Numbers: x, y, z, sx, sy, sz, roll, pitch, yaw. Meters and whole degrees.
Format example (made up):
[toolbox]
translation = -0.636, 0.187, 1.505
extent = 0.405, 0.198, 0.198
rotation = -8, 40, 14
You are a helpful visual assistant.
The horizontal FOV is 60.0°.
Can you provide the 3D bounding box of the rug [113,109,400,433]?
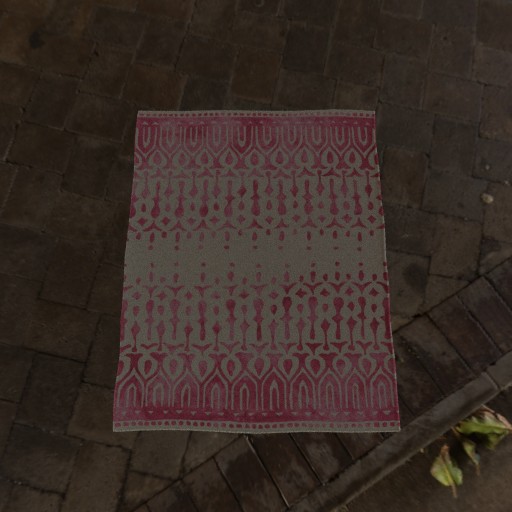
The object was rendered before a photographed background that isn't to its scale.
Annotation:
[rug]
translation = 0.000, 0.000, 4.134
extent = 2.441, 0.016, 3.095
rotation = 0, 75, 0
